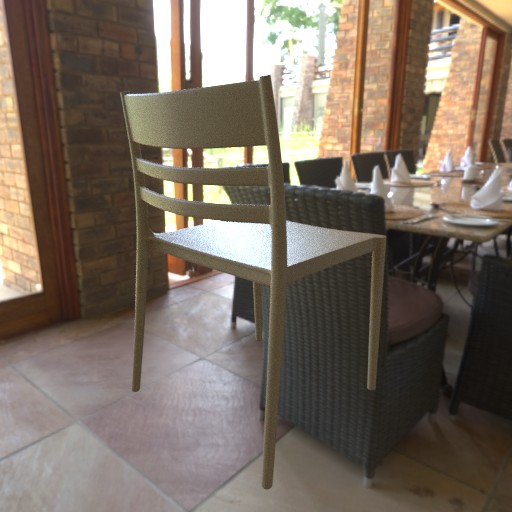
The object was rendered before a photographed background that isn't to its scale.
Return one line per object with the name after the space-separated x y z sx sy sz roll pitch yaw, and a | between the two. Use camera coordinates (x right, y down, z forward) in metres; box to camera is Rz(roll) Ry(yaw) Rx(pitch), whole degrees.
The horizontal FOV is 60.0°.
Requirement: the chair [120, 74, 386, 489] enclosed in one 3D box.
0.000 0.000 1.140 0.531 0.800 0.511 15 21 42 | chair
